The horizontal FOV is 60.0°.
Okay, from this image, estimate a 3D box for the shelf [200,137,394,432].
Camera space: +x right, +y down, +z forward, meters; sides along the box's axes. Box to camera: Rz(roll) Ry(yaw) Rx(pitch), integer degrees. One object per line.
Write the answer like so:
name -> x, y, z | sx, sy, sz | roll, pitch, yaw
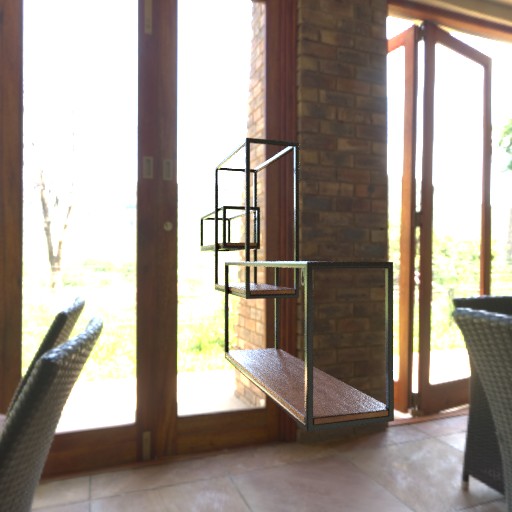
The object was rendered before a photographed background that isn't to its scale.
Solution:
shelf -> 0.000, 0.000, 2.090 | 0.275, 0.972, 1.781 | 0, -1, -18
